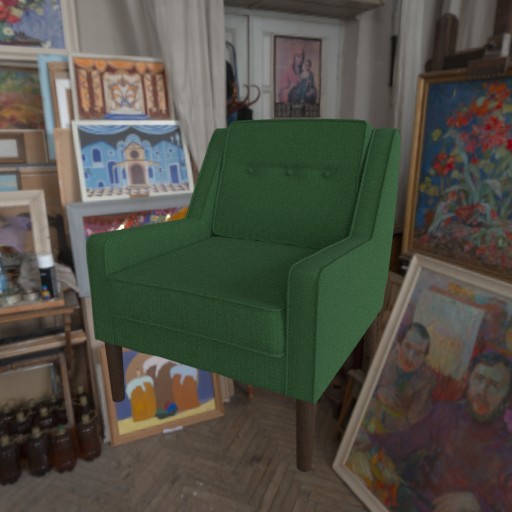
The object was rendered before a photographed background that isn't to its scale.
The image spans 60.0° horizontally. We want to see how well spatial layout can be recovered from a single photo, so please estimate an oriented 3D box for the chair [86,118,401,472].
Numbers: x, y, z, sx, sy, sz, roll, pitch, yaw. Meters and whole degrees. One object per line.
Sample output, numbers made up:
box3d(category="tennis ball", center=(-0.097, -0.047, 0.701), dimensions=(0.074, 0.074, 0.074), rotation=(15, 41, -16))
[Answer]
box3d(category="chair", center=(0.000, 0.000, 1.320), dimensions=(0.663, 0.792, 0.743), rotation=(8, 18, 27))
